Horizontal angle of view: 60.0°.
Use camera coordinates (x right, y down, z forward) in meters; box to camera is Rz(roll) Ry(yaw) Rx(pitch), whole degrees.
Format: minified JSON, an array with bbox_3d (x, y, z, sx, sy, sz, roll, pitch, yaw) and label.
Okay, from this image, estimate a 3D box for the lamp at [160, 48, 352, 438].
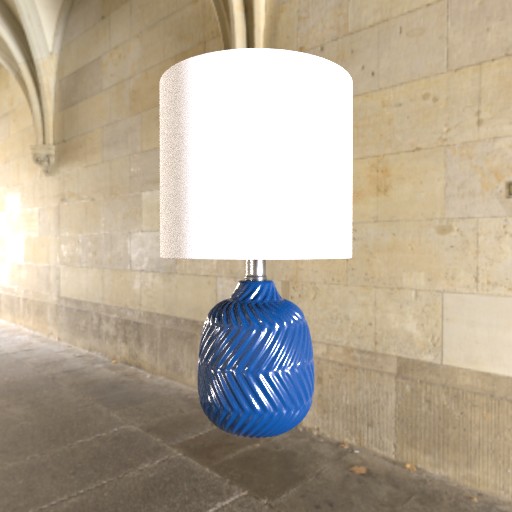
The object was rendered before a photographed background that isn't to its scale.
[{"bbox_3d":[0.000,0.000,0.481,0.203,0.368,0.203,0,1,0],"label":"lamp"}]
